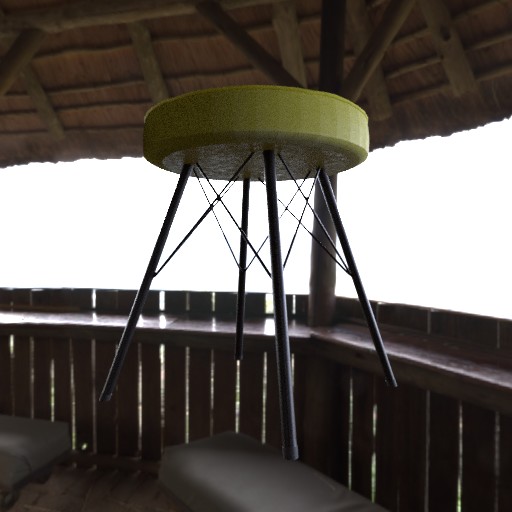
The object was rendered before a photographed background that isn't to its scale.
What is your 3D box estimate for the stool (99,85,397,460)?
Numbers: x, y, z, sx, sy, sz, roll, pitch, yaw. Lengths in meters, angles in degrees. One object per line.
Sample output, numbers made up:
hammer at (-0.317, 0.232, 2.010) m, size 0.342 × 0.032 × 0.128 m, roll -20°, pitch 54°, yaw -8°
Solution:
stool at (0.000, 0.000, 0.825) m, size 0.409 × 0.508 × 0.409 m, roll 0°, pitch 0°, yaw 36°
